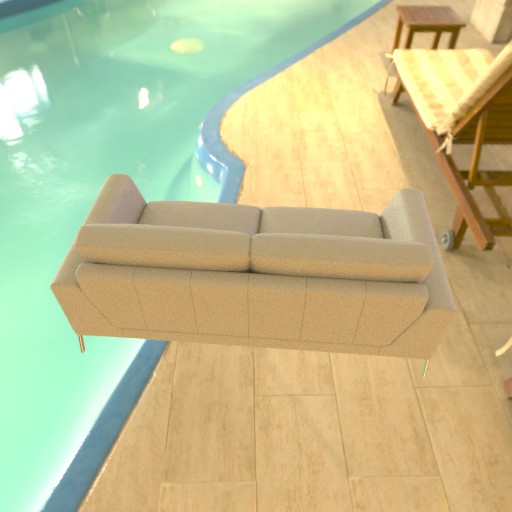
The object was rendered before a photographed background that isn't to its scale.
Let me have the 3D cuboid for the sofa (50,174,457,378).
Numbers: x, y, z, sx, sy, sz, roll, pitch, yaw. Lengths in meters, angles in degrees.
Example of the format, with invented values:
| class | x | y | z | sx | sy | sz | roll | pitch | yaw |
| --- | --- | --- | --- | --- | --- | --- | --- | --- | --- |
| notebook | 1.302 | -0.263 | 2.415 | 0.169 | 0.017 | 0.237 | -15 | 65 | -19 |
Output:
| class | x | y | z | sx | sy | sz | roll | pitch | yaw |
| --- | --- | --- | --- | --- | --- | --- | --- | --- | --- |
| sofa | 0.000 | 0.000 | 2.596 | 2.017 | 0.875 | 0.953 | 3 | 46 | 3 |
